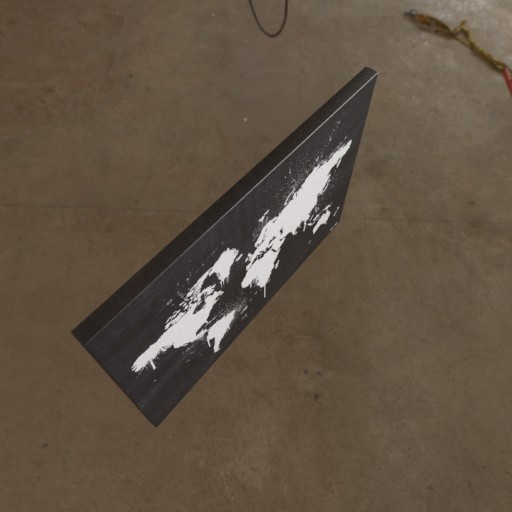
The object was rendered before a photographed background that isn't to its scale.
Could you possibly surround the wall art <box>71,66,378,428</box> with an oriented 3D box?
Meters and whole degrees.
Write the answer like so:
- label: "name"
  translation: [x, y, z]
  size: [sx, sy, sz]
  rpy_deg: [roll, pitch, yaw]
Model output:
- label: "wall art"
  translation: [0.000, 0.000, 1.159]
  size: [0.038, 0.612, 0.912]
  rpy_deg: [34, 63, 20]
